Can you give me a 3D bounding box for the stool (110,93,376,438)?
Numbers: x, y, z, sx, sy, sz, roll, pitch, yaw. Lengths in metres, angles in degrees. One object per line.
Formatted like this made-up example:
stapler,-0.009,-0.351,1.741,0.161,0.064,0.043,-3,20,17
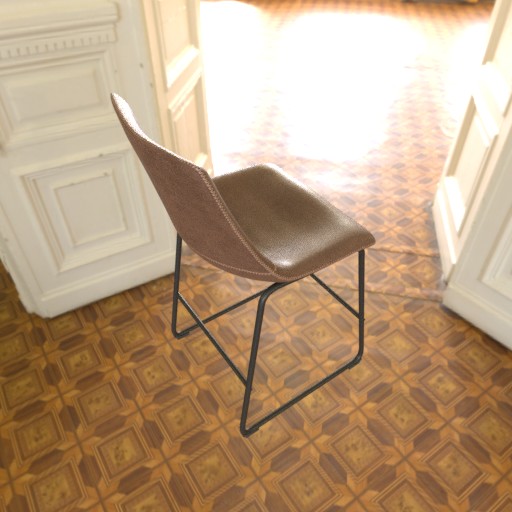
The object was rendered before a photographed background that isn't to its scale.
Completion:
stool,0.000,0.000,1.212,0.550,0.890,0.460,-25,47,-25
